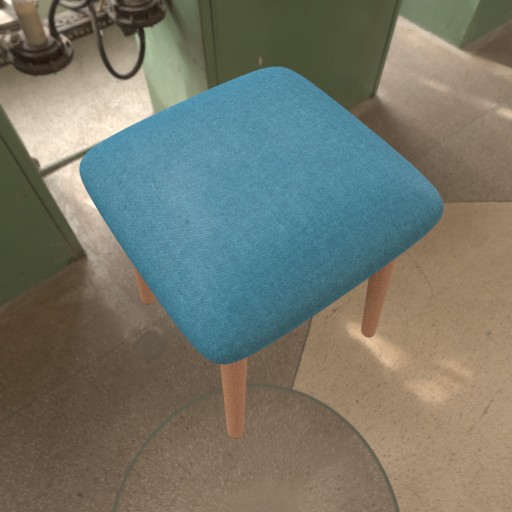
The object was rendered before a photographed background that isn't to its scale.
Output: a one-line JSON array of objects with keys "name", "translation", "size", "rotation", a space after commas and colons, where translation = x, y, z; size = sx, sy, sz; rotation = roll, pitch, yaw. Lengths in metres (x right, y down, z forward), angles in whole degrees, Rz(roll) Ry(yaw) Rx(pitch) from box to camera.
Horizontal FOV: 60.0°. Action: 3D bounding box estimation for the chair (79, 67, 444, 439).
[{"name": "chair", "translation": [0.000, 0.000, 0.703], "size": [0.360, 0.450, 0.360], "rotation": [-31, 63, -18]}]
